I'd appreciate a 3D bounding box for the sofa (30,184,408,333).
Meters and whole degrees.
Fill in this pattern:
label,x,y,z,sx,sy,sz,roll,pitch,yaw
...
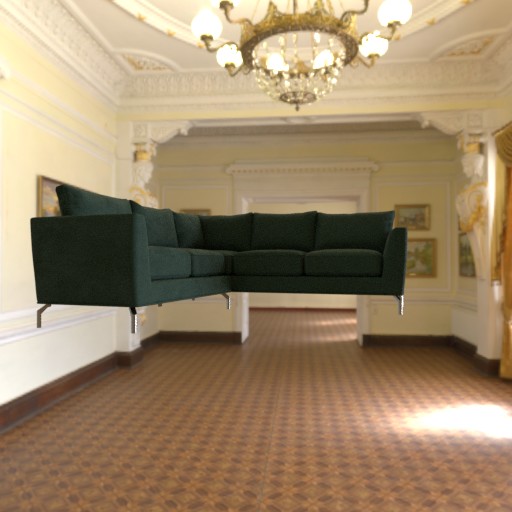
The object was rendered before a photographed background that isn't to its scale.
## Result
label,x,y,z,sx,sy,sz,roll,pitch,yaw
sofa,0.000,0.000,3.783,2.452,1.004,2.468,0,-1,19
